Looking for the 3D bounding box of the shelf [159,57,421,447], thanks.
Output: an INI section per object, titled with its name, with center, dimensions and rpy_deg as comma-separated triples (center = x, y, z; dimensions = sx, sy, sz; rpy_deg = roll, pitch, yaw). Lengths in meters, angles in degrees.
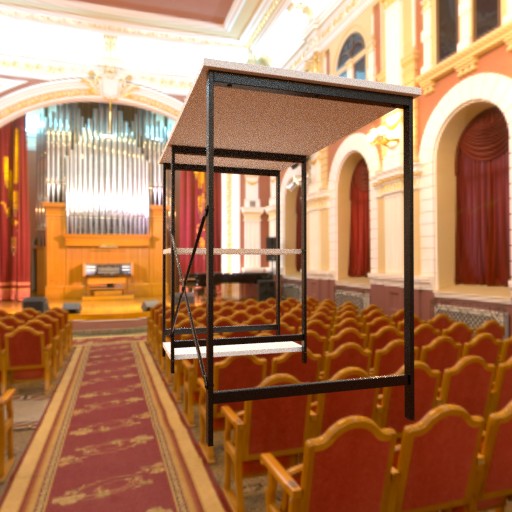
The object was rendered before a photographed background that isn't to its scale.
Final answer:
[shelf]
center = 0.000, 0.000, 1.350
dimensions = 0.498, 0.750, 0.902
rpy_deg = 0, -1, -18
